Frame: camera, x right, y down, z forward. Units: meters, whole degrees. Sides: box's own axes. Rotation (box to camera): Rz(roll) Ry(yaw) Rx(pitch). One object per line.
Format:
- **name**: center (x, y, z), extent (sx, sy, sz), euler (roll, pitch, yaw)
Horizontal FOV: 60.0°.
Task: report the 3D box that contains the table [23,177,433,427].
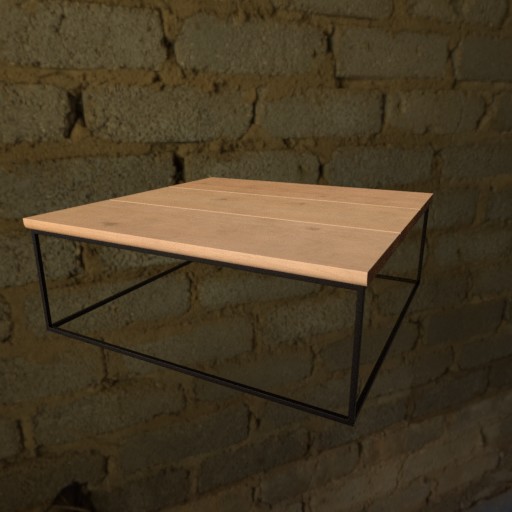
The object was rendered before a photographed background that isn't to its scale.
- **table**: center (0.000, 0.000, 1.693), extent (1.100, 0.400, 1.100), euler (9, 20, 26)
